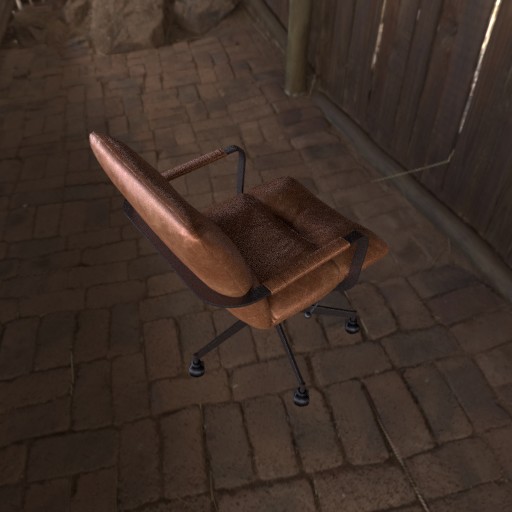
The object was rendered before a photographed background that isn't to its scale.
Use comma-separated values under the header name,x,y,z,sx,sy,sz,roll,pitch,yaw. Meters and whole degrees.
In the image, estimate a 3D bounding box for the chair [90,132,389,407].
name,x,y,z,sx,sy,sz,roll,pitch,yaw
chair,0.000,0.000,1.514,0.754,0.922,0.727,-27,49,-26
